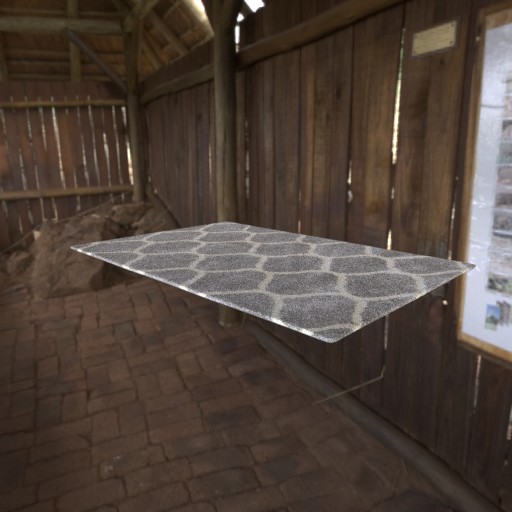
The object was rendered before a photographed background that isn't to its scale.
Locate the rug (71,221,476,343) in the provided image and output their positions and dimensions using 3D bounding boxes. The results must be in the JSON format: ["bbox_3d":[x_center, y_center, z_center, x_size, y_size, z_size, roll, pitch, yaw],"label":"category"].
[{"bbox_3d":[0.000,0.000,3.490,2.701,0.026,1.801,13,19,43],"label":"rug"}]
